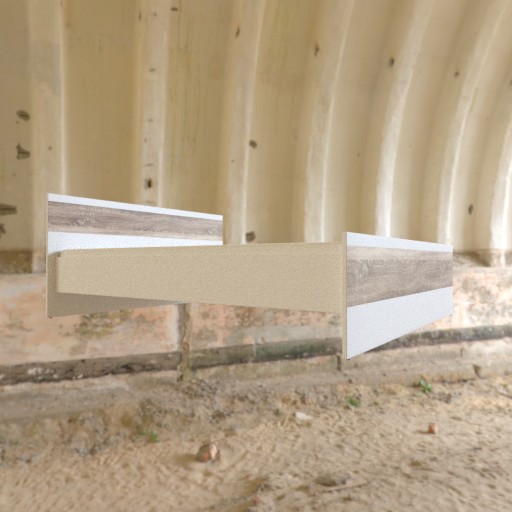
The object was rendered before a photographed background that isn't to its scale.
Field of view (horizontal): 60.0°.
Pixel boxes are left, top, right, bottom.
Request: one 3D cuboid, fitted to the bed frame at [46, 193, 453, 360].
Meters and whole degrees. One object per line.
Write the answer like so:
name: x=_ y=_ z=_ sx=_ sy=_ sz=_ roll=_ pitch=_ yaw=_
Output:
bed frame: x=0.000 y=0.000 z=2.922 sx=2.060 sy=0.800 sz=1.720 roll=0 pitch=-1 yaw=36
